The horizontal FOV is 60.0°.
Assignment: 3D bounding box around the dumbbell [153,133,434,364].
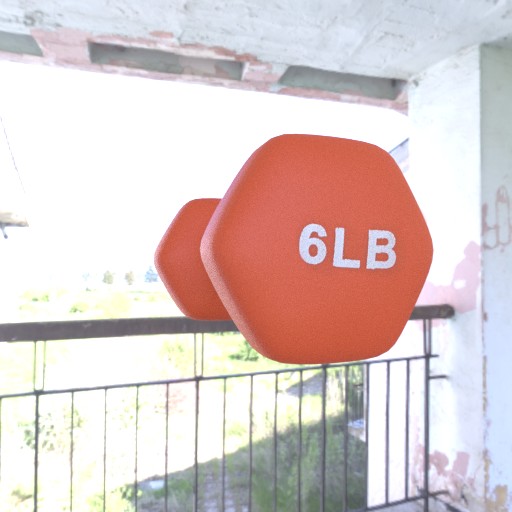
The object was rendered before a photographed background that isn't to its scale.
[{"bbox_3d":[0.000,0.000,0.204,0.079,0.071,0.162,1,-2,-19],"label":"dumbbell"}]
